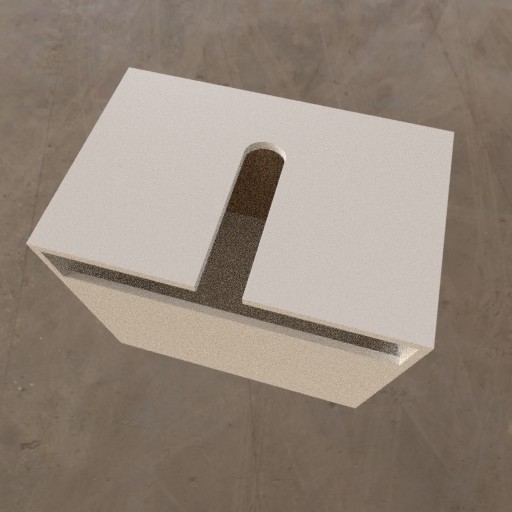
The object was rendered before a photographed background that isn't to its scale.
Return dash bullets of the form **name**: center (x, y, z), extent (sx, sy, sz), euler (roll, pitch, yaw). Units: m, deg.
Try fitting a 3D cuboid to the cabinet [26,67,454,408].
- **cabinet**: center (0.000, 0.000, 0.943), extent (0.600, 0.522, 0.400), euler (14, 64, 7)
